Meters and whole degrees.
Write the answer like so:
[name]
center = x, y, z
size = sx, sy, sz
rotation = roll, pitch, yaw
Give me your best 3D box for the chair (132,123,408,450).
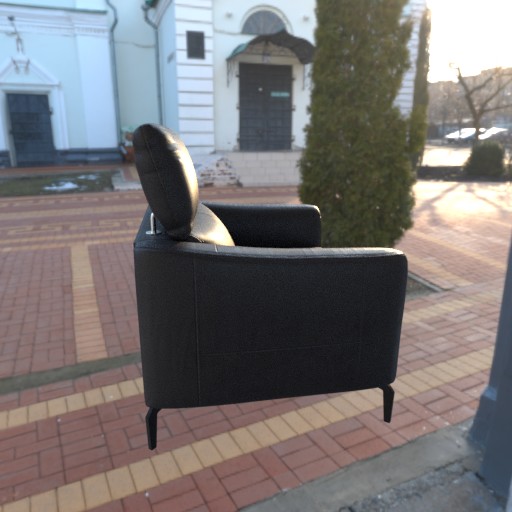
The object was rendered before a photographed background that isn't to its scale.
[chair]
center = 0.000, 0.000, 1.670
size = 0.809, 0.949, 0.976
rotation = -3, 16, -9
